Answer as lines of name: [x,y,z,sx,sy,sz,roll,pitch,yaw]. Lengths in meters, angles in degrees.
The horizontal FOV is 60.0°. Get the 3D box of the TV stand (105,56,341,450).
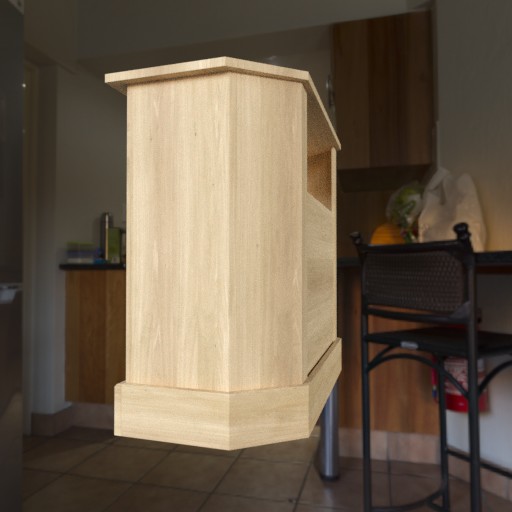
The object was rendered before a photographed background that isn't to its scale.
TV stand: [0.000,0.000,1.302,0.425,0.781,0.851,0,-1,17]
